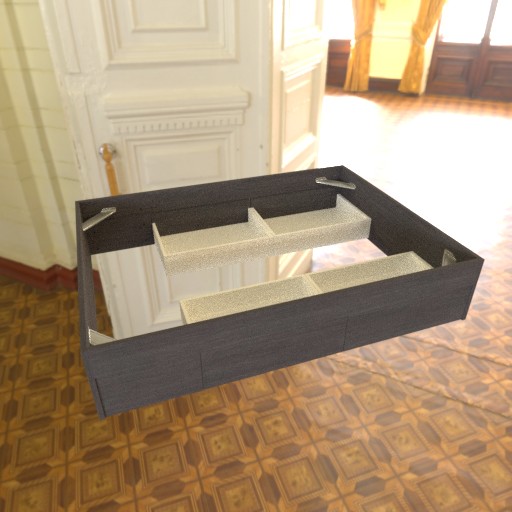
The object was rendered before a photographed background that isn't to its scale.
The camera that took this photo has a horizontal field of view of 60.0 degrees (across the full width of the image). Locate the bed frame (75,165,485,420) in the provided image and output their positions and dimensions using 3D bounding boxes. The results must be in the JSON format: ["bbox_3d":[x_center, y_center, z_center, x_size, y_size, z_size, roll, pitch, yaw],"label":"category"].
[{"bbox_3d":[0.000,0.000,2.649,1.944,0.459,1.448,-11,33,-17],"label":"bed frame"}]
